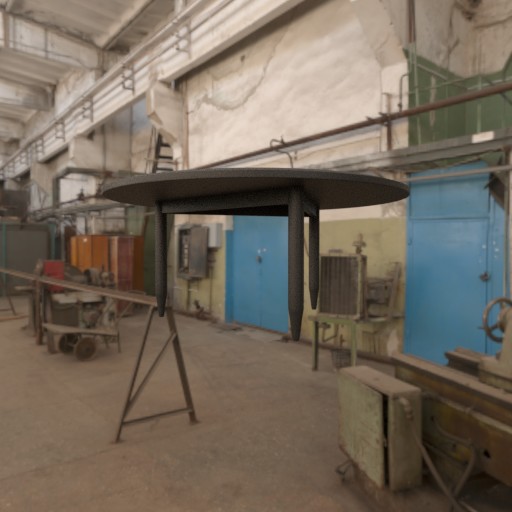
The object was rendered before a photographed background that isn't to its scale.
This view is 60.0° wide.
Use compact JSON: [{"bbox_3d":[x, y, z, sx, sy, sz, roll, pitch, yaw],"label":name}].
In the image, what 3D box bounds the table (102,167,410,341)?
[{"bbox_3d":[0.000,0.000,1.377,0.900,0.400,0.900,0,1,0],"label":"table"}]
